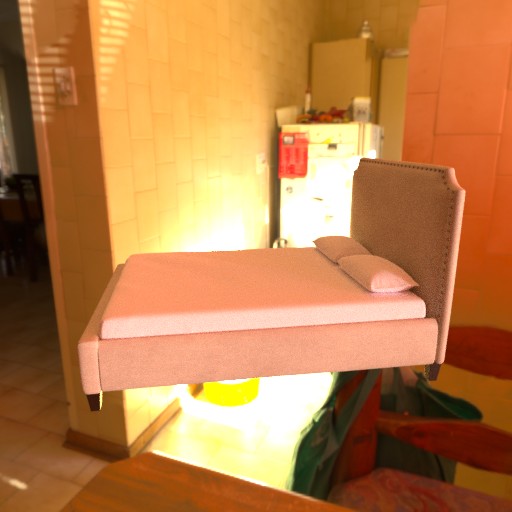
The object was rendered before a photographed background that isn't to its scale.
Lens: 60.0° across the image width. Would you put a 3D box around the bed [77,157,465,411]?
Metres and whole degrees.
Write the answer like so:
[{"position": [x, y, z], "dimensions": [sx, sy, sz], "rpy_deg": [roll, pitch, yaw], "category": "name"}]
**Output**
[{"position": [0.000, 0.000, 3.470], "dimensions": [2.372, 1.443, 1.712], "rpy_deg": [-2, 15, -9], "category": "bed"}]
